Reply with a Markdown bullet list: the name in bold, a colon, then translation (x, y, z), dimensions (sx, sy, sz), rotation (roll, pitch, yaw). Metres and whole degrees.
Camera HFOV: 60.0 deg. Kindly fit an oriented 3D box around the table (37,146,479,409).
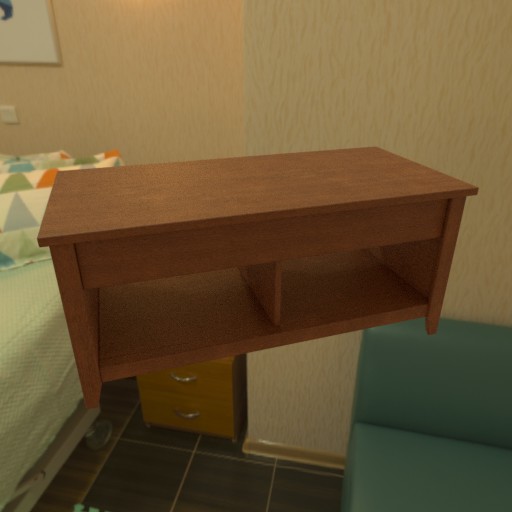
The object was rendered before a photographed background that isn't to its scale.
- **table**: translation (0.000, 0.000, 1.275), dimensions (1.016, 0.457, 0.483), rotation (-8, 28, -16)
